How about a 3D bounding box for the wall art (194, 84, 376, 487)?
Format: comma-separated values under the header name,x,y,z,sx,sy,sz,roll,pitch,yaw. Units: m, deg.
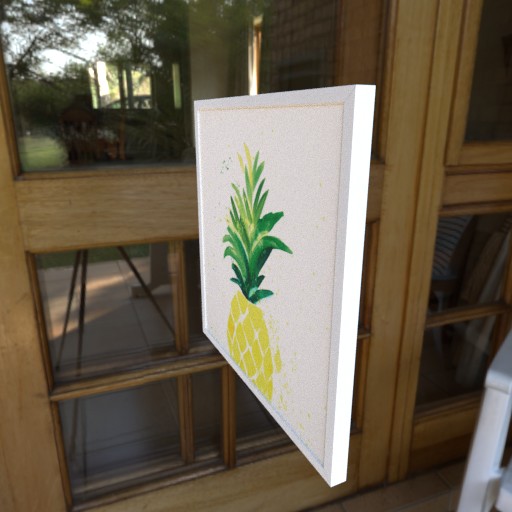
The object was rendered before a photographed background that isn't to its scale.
name,x,y,z,sx,sy,sz,roll,pitch,yaw
wall art,0.000,0.000,1.118,0.038,0.761,0.763,-8,19,-25
